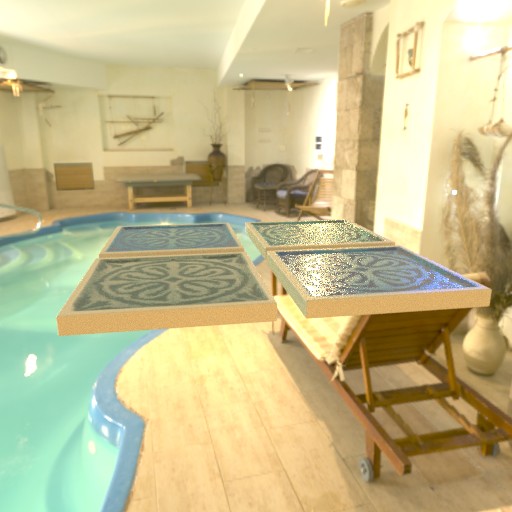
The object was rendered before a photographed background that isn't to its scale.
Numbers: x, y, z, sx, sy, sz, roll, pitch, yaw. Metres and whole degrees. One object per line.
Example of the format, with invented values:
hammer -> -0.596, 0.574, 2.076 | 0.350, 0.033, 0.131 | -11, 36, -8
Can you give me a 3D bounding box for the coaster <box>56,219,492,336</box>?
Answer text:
coaster -> 0.000, 0.000, 0.320 | 0.219, 0.010, 0.214 | -3, 15, -9
